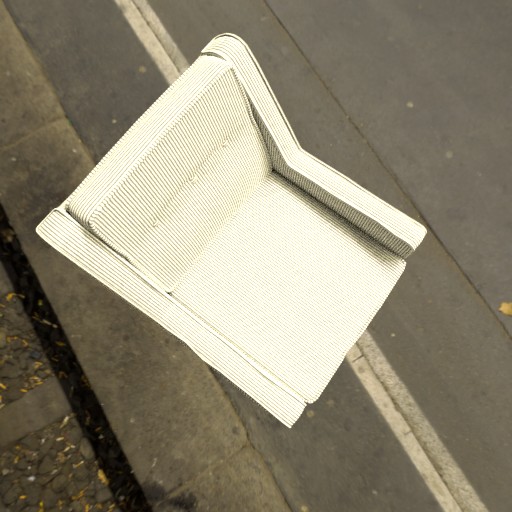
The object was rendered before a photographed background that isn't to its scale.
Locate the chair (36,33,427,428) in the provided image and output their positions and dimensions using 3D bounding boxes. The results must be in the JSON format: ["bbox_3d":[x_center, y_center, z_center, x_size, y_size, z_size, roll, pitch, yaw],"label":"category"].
[{"bbox_3d":[0.000,0.000,1.287,0.743,0.792,0.663,36,78,9],"label":"chair"}]
